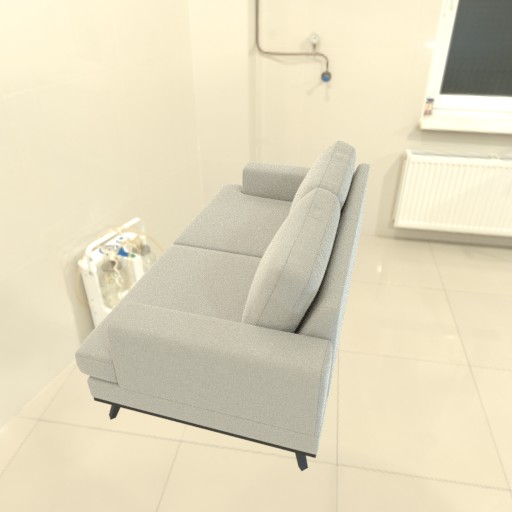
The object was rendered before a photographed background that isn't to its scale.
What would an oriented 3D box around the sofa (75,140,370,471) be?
[{"bbox_3d":[0.000,0.000,2.154,0.920,0.810,1.650,9,33,14],"label":"sofa"}]
